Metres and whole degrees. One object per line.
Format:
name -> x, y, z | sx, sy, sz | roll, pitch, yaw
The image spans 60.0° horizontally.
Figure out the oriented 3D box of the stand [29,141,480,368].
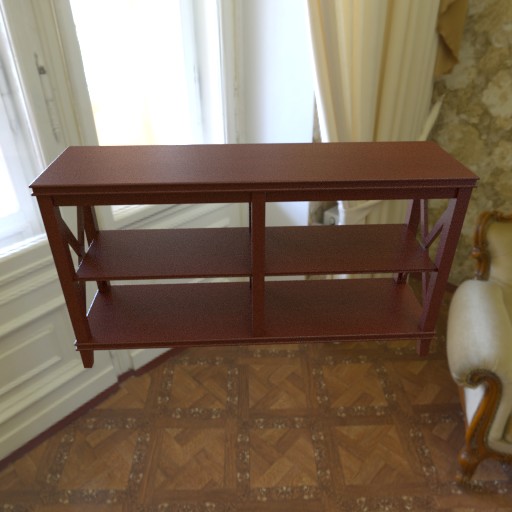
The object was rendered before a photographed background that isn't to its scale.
stand -> 0.000, 0.000, 1.703 | 1.372, 0.762, 0.381 | -1, 32, -2
